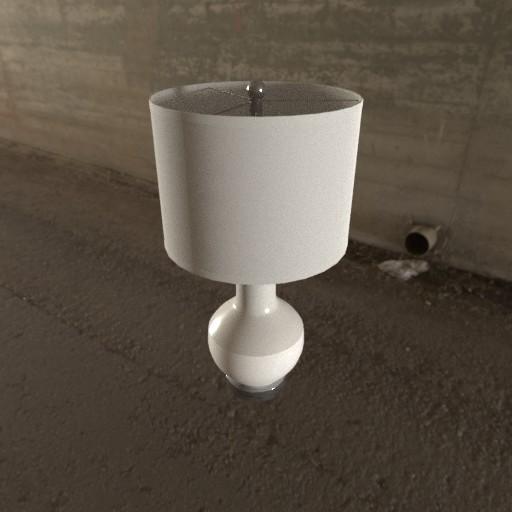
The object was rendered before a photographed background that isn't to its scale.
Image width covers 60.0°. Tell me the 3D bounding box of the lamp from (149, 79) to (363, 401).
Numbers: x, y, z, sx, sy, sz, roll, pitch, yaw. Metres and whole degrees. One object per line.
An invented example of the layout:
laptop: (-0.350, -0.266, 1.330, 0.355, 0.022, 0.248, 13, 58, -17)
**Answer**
lamp: (0.000, 0.000, 0.901, 0.357, 0.673, 0.357, -1, 29, -2)
